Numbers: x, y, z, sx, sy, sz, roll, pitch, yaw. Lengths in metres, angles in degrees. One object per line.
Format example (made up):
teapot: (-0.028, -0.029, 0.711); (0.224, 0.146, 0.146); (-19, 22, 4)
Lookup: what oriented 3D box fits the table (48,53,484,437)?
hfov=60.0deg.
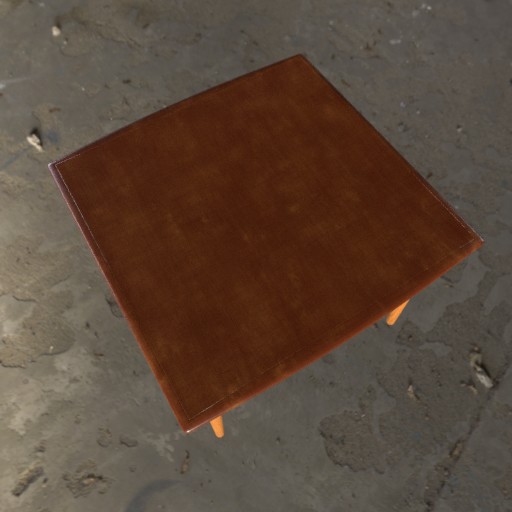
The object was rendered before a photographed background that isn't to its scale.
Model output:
table: (0.000, 0.000, 1.683); (0.991, 0.754, 0.991); (-29, 67, -14)
